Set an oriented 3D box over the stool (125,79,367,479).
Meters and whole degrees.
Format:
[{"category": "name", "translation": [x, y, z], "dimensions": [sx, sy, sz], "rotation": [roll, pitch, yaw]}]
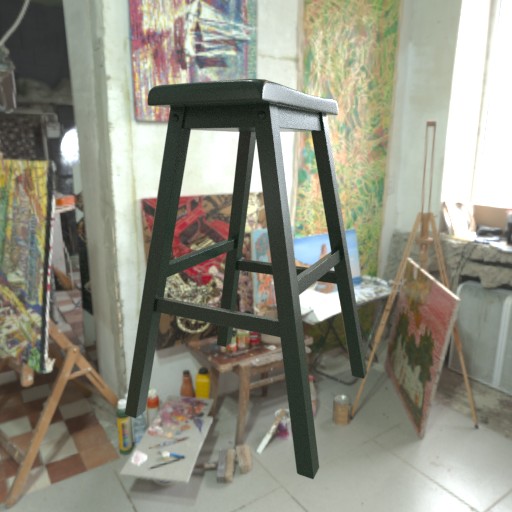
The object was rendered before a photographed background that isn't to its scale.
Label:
[{"category": "stool", "translation": [0.000, 0.000, 1.068], "dimensions": [0.476, 0.737, 0.457], "rotation": [7, 16, 26]}]
